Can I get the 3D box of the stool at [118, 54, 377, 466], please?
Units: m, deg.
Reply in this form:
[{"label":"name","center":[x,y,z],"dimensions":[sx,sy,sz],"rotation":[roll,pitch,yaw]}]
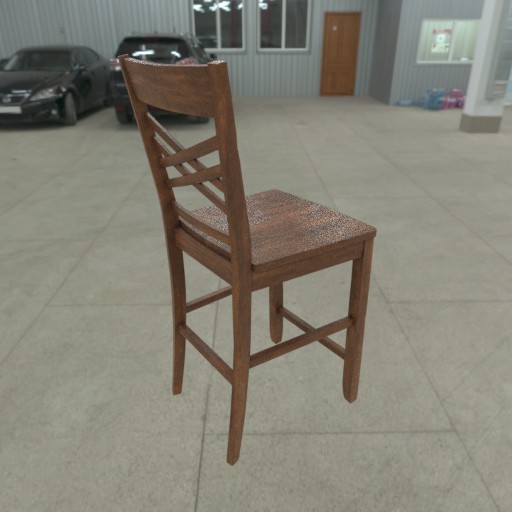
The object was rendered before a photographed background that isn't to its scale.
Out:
[{"label":"stool","center":[0.000,0.000,1.304],"dimensions":[0.539,1.079,0.462],"rotation":[-18,31,-32]}]
